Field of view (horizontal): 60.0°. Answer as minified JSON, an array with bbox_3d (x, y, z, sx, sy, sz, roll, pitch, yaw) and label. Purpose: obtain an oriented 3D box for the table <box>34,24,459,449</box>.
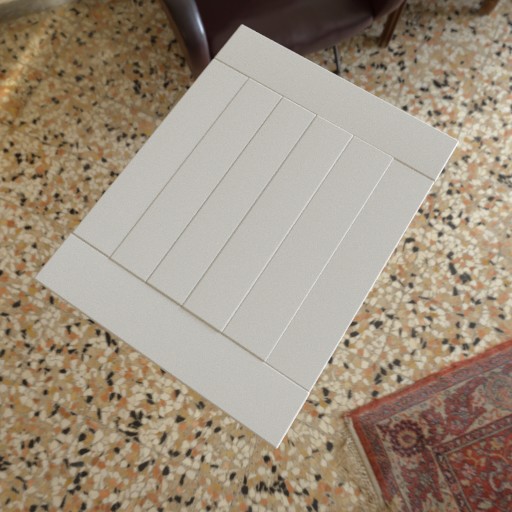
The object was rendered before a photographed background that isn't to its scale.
[{"bbox_3d":[0.000,0.000,1.032,0.463,0.605,0.599,32,76,9],"label":"table"}]
